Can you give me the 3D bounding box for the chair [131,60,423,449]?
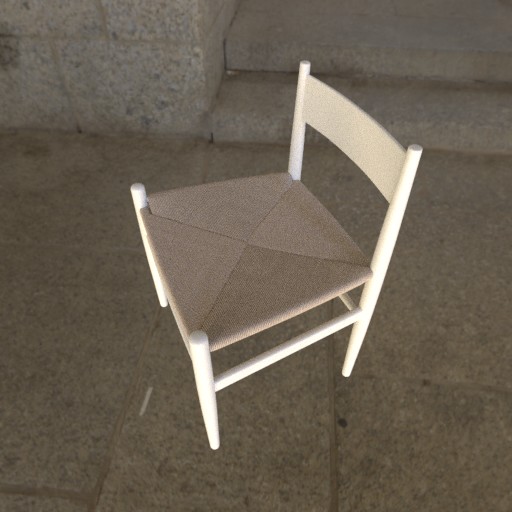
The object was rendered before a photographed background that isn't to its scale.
[{"bbox_3d":[0.000,0.000,1.138,0.495,0.762,0.556,-17,47,-16],"label":"chair"}]
